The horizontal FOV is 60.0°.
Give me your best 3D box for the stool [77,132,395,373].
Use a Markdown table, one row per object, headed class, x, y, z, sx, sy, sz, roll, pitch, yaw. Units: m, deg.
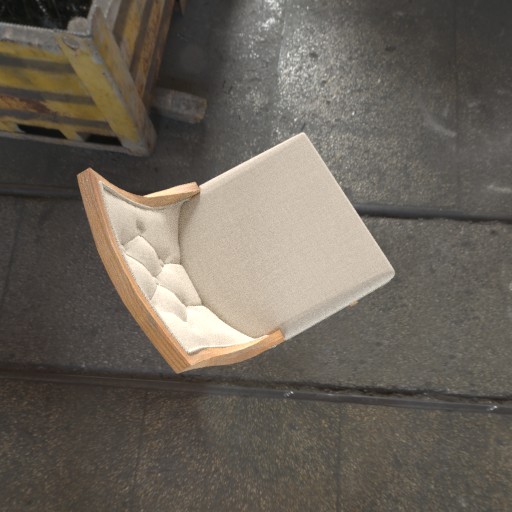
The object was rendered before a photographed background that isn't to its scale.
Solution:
| class | x | y | z | sx | sy | sz | roll | pitch | yaw |
| --- | --- | --- | --- | --- | --- | --- | --- | --- | --- |
| stool | 0.000 | 0.000 | 1.312 | 0.626 | 0.938 | 0.524 | -29 | 78 | -7 |
